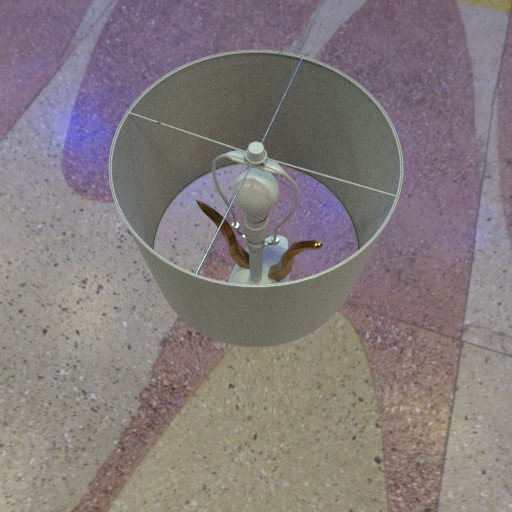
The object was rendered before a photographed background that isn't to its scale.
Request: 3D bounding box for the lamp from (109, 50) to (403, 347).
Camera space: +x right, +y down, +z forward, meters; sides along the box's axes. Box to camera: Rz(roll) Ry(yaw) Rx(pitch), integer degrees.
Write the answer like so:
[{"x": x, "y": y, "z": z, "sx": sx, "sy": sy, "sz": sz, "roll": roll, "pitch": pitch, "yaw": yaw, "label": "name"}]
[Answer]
[{"x": 0.000, "y": 0.000, "z": 0.675, "sx": 0.298, "sy": 0.503, "sz": 0.298, "roll": 19, "pitch": 66, "yaw": 9, "label": "lamp"}]
